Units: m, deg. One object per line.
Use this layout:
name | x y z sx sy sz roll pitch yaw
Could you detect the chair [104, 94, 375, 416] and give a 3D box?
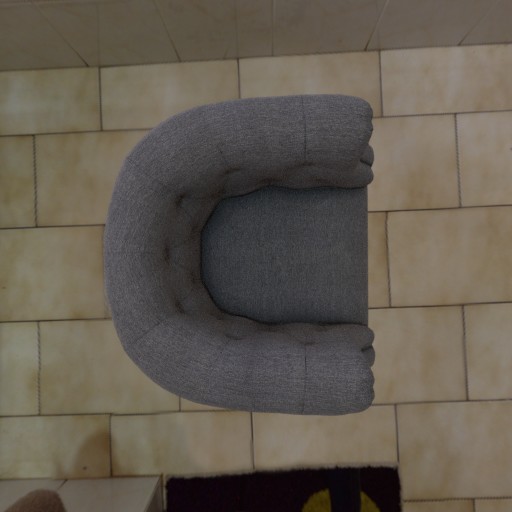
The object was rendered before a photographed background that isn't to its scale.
chair | 0.000 0.000 1.581 0.852 0.827 0.905 0 89 1
